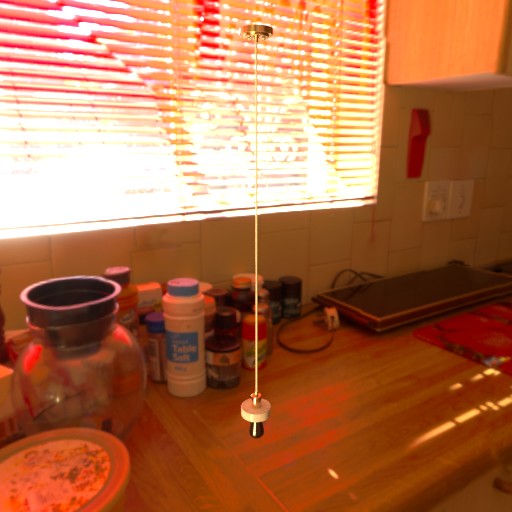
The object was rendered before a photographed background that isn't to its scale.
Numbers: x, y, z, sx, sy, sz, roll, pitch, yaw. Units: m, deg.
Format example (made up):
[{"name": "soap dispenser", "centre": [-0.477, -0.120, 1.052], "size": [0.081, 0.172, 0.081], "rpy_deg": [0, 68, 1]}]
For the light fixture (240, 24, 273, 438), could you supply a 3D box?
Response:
[{"name": "light fixture", "centre": [0.000, 0.000, 1.780], "size": [0.129, 1.669, 0.129], "rpy_deg": [7, 15, 26]}]
